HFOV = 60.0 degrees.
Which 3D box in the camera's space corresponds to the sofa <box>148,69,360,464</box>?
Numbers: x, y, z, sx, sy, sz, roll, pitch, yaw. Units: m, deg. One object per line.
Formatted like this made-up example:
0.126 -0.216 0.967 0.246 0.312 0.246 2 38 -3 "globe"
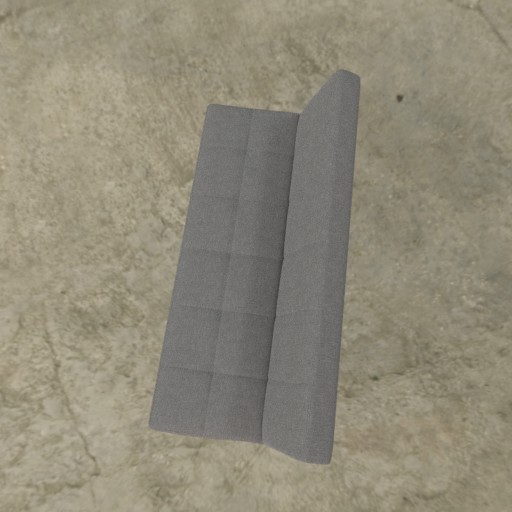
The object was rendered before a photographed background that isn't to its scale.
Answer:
0.000 0.000 2.287 0.820 0.770 1.820 7 74 2 "sofa"
